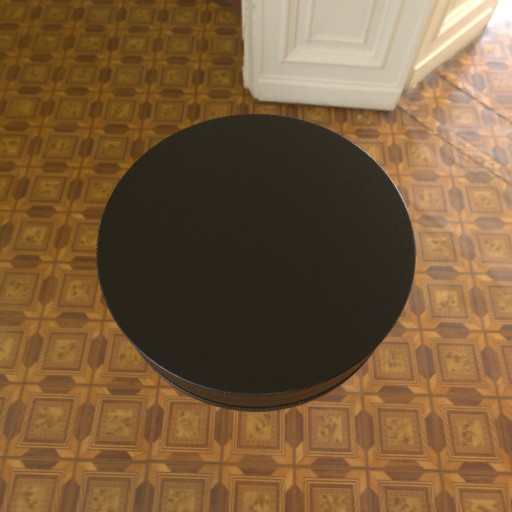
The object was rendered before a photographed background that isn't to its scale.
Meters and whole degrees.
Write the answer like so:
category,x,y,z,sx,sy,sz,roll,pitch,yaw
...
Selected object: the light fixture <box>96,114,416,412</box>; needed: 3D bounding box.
category,x,y,z,sx,sy,sz,roll,pitch,yaw
light fixture,0.000,0.000,0.435,0.283,0.097,0.283,0,63,0
